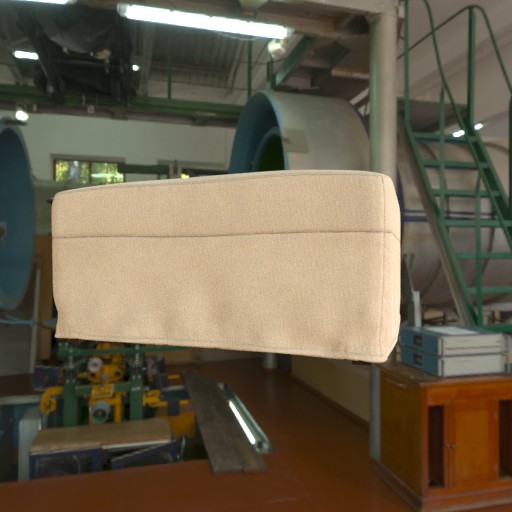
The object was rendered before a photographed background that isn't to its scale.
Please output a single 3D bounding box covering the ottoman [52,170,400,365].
[{"bbox_3d":[0.000,0.000,1.369,0.842,0.441,0.843,0,0,19],"label":"ottoman"}]
